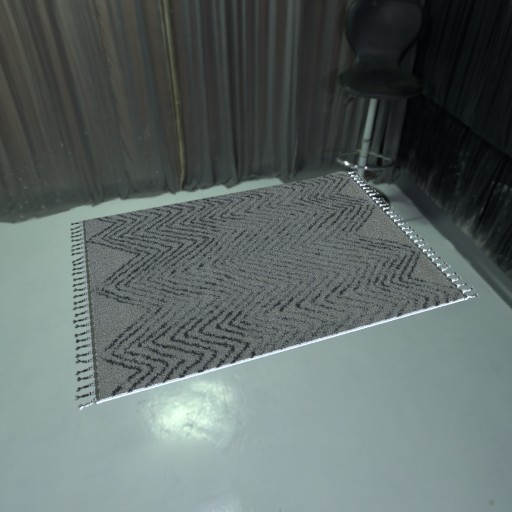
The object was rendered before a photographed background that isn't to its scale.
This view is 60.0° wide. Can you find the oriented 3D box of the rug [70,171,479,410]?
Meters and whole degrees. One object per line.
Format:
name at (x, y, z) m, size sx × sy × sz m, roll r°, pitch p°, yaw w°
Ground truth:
rug at (0.000, 0.000, 2.314) m, size 1.847 × 0.014 × 1.230 m, roll -13°, pitch 43°, yaw -14°
